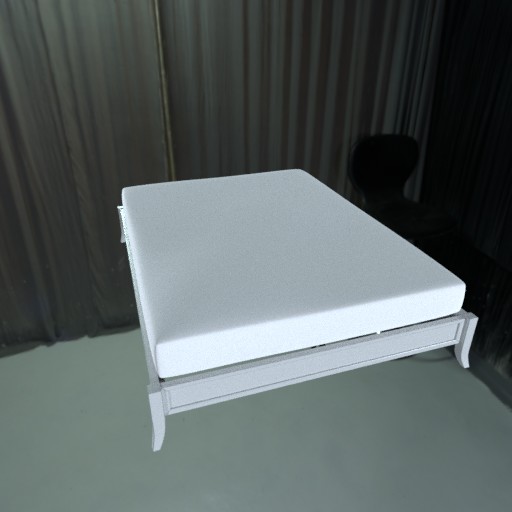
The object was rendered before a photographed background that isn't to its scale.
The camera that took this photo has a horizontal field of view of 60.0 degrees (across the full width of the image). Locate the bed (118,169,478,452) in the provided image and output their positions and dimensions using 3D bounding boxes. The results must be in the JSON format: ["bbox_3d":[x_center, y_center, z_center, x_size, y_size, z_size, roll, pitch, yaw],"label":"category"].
[{"bbox_3d":[0.000,0.000,2.817,1.604,0.510,2.108,-9,29,-16],"label":"bed"}]
